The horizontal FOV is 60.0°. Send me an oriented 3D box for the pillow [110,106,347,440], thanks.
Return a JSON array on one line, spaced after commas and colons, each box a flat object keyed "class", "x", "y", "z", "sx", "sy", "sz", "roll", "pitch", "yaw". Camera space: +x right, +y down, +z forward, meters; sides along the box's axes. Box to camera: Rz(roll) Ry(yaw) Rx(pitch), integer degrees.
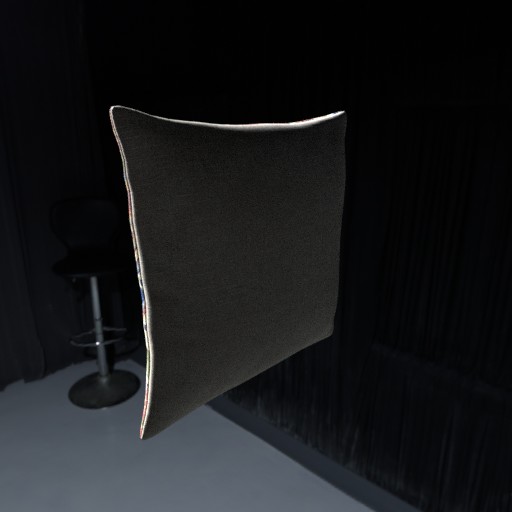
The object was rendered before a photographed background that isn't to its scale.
[{"class": "pillow", "x": 0.000, "y": 0.000, "z": 0.803, "sx": 0.166, "sy": 0.506, "sz": 0.523, "roll": 16, "pitch": 23, "yaw": 42}]
